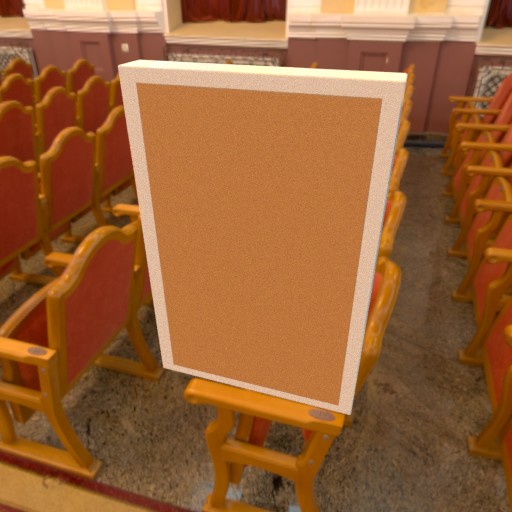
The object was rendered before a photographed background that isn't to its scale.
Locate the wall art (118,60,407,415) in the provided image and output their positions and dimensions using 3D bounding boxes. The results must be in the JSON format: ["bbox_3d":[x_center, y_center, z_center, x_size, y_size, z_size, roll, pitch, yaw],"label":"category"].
[{"bbox_3d":[0.000,0.000,0.482,0.251,0.380,0.039,10,33,15],"label":"wall art"}]
